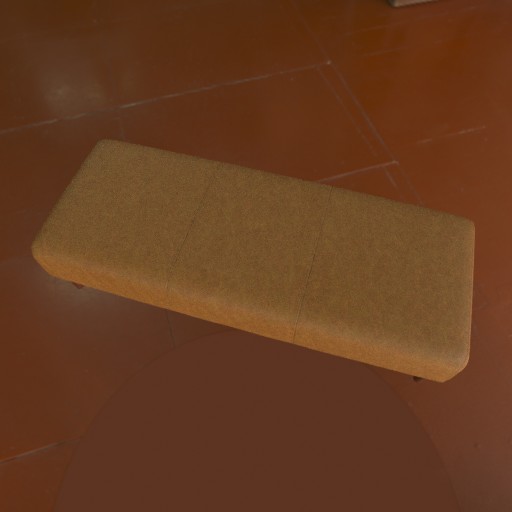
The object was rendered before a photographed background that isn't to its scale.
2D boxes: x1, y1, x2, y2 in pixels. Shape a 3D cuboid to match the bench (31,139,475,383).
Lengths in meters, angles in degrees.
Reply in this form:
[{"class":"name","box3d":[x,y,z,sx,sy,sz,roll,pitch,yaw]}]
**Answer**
[{"class":"bench","box3d":[0.000,0.000,1.824,1.610,0.399,0.653,14,60,8]}]
